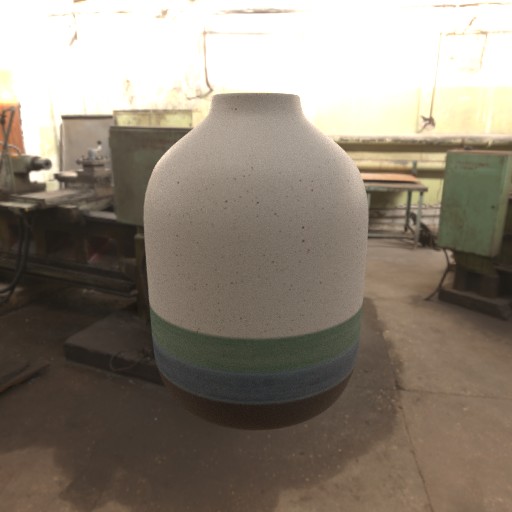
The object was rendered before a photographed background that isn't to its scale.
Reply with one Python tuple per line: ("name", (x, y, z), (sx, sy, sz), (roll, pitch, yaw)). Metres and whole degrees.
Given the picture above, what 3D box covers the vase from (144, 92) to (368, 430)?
("vase", (0.000, 0.000, 0.352), (0.169, 0.240, 0.169), (0, 16, 0))
